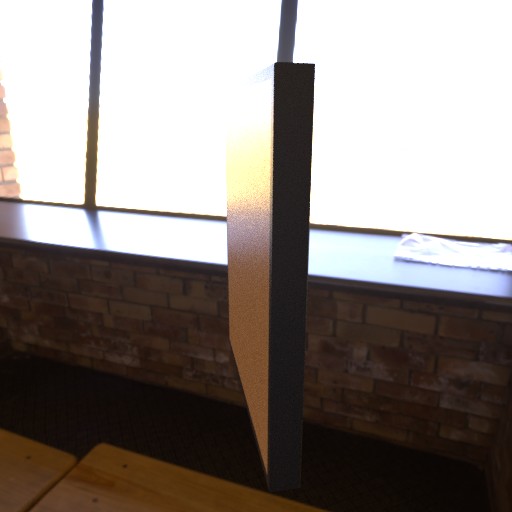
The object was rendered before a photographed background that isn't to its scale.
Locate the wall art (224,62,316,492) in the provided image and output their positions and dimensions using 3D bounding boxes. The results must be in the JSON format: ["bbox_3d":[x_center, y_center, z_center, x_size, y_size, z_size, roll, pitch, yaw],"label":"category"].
[{"bbox_3d":[0.000,0.000,0.499,0.030,0.369,0.294,-3,17,-10],"label":"wall art"}]
